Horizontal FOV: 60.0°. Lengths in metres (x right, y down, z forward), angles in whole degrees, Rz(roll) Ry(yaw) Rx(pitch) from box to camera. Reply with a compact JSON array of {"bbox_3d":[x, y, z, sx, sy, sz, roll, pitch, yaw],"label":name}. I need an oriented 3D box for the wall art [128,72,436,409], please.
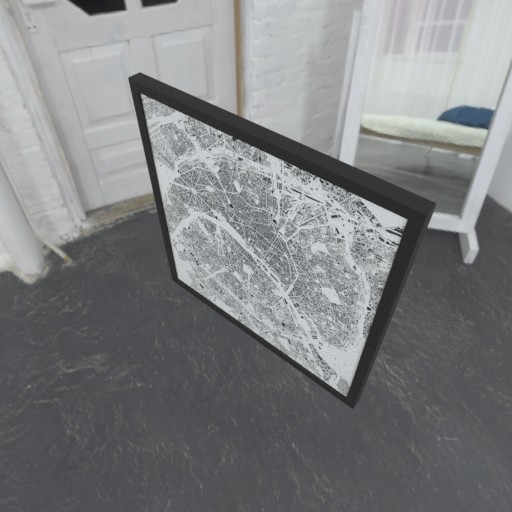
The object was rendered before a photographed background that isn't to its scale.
[{"bbox_3d":[0.000,0.000,1.184,0.763,0.763,0.037,31,55,25],"label":"wall art"}]
